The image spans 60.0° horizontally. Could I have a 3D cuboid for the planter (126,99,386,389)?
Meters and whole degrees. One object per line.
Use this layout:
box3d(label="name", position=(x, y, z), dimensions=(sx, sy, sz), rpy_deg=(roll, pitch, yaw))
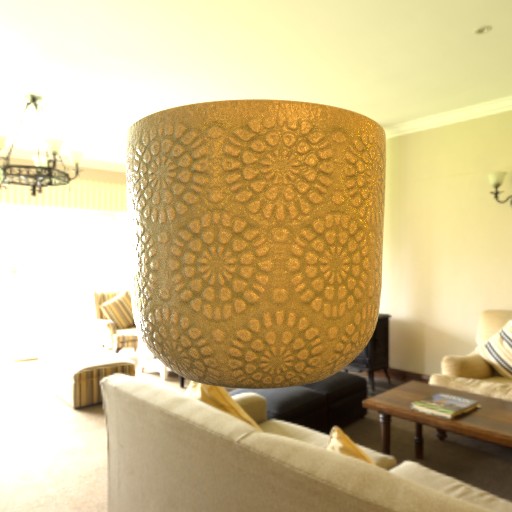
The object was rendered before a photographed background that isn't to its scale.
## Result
box3d(label="planter", position=(0.000, 0.000, 0.300), dimensions=(0.169, 0.153, 0.169), rpy_deg=(0, 0, 0))
